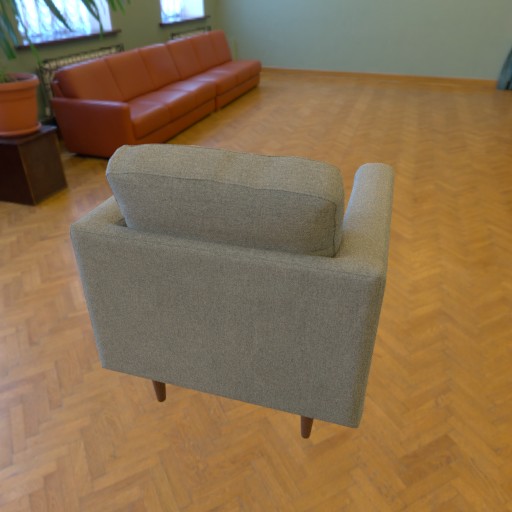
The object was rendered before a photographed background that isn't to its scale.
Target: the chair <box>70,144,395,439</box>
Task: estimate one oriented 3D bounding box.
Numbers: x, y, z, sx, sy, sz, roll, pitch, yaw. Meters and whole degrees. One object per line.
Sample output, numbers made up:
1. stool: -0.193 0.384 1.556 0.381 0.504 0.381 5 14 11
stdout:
1. chair: 0.000 0.000 1.538 0.855 0.927 0.800 9 33 14
